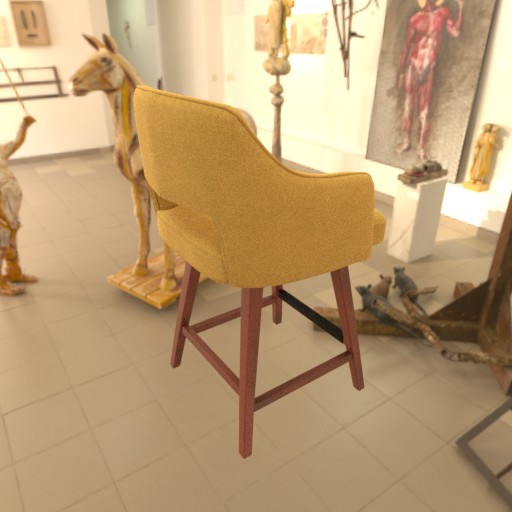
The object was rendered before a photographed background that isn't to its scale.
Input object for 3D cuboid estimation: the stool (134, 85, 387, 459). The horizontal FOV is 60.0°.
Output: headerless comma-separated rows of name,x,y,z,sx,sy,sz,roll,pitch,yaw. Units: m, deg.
stool,0.000,0.000,1.259,0.558,0.924,0.548,-18,32,-31
